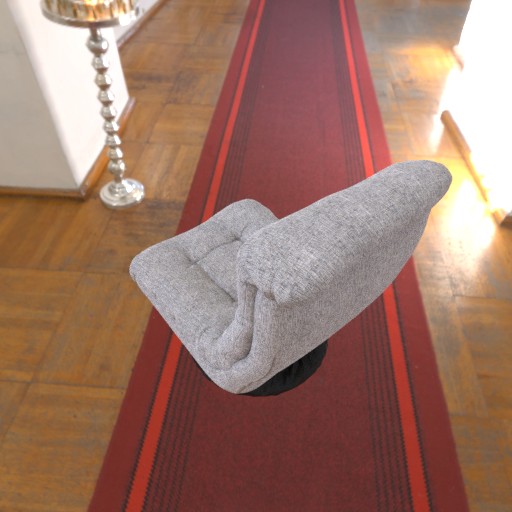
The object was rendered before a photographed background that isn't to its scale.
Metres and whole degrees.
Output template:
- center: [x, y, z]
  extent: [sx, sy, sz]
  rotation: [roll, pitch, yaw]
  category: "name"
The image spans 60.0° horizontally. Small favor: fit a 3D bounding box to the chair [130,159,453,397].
- center: [0.000, 0.000, 0.962]
  extent: [0.400, 0.600, 0.583]
  rotation: [-31, 54, -26]
  category: "chair"
